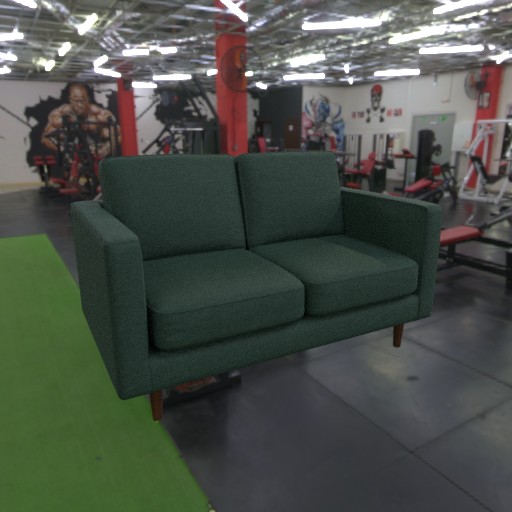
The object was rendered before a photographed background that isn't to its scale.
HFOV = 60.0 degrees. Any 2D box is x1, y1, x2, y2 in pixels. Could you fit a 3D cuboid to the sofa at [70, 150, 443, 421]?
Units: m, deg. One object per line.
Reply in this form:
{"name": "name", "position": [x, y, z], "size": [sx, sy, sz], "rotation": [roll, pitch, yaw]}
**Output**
{"name": "sofa", "position": [0.000, 0.000, 2.009], "size": [1.430, 0.899, 0.879], "rotation": [-8, 18, -27]}
